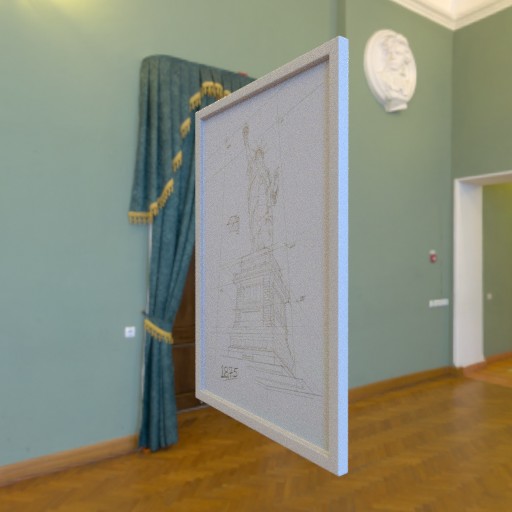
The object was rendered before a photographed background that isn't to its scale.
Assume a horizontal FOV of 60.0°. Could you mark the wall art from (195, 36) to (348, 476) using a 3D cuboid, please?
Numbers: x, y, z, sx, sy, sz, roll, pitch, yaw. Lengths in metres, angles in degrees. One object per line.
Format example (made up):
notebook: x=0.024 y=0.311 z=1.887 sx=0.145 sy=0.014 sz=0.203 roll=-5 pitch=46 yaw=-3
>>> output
wall art: x=0.000 y=0.000 z=1.048 sx=0.026 sy=0.813 sz=0.556 roll=0 pitch=1 yaw=-36
